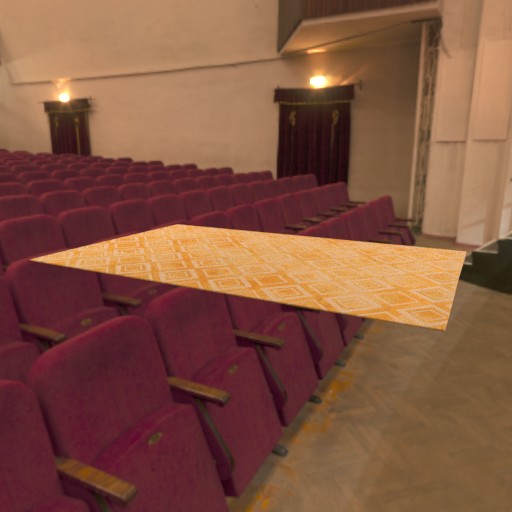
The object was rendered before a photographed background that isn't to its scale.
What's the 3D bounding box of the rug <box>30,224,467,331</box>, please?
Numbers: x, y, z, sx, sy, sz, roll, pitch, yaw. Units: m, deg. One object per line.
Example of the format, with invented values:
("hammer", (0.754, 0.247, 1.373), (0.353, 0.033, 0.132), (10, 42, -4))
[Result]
("rug", (0.000, 0.000, 2.889), (2.424, 0.010, 1.511), (7, 15, 27))
